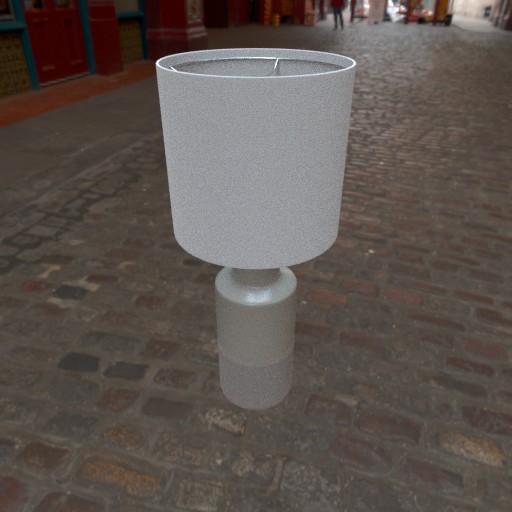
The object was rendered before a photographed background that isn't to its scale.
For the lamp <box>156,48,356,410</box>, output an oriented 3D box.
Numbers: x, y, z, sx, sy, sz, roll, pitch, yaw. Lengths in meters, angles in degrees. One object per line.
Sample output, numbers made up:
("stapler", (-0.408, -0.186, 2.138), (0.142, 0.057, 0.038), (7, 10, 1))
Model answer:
("lamp", (0.000, 0.000, 0.604), (0.212, 0.493, 0.212), (8, 32, 14))
